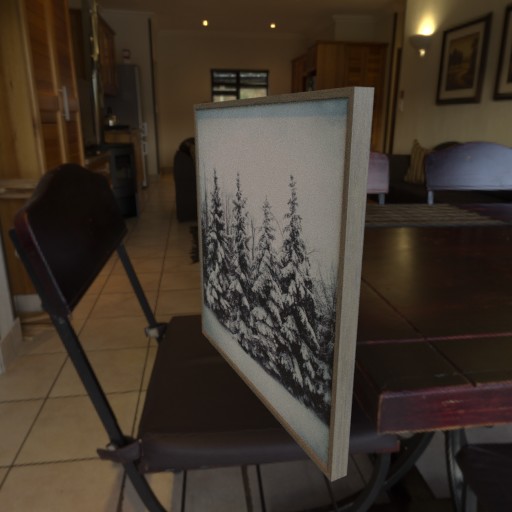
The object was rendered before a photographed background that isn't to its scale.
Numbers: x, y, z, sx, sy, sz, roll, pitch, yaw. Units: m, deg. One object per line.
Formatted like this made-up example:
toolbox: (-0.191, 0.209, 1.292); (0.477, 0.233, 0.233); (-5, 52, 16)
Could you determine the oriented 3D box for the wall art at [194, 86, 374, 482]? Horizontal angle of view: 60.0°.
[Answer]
wall art: (0.000, 0.000, 1.131); (0.039, 0.758, 0.758); (-8, 18, -26)
